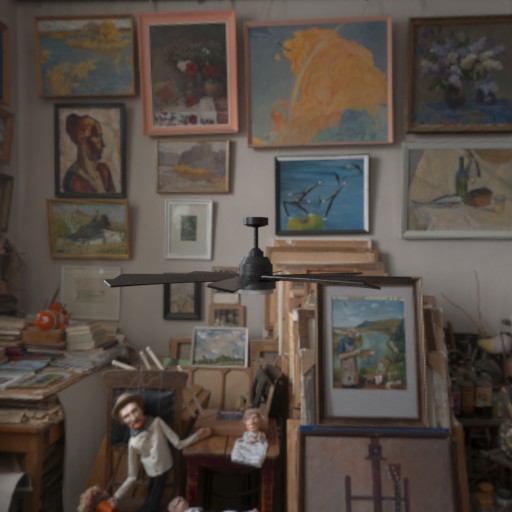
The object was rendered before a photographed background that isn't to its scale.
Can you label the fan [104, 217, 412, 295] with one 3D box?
[{"bbox_3d":[0.000,0.000,2.746,1.830,0.472,1.830,0,0,-35],"label":"fan"}]
